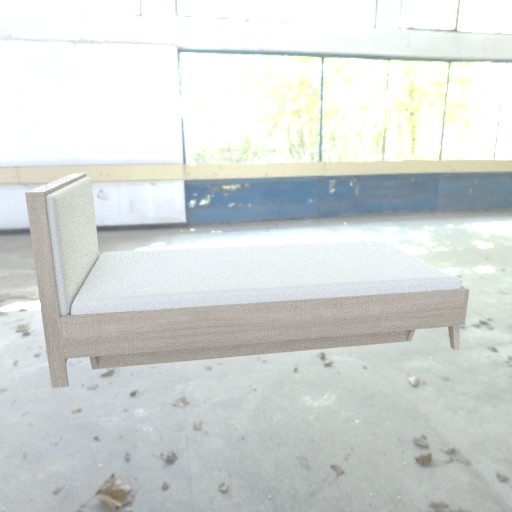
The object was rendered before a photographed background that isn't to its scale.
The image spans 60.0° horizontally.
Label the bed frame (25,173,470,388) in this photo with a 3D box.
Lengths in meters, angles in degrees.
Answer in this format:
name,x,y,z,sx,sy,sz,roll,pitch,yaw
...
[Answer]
name,x,y,z,sx,sy,sz,roll,pitch,yaw
bed frame,0.000,0.000,2.624,2.140,0.920,0.990,-3,15,-10
